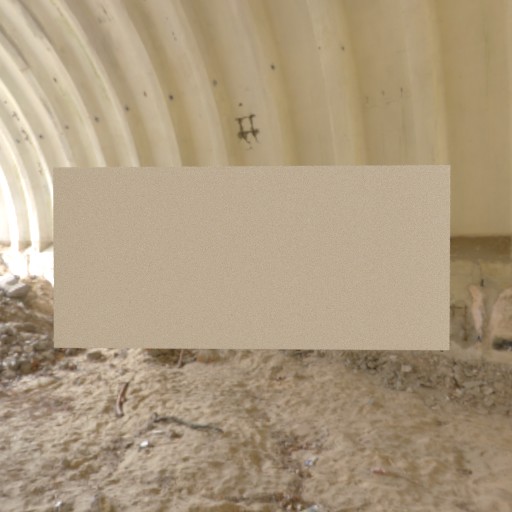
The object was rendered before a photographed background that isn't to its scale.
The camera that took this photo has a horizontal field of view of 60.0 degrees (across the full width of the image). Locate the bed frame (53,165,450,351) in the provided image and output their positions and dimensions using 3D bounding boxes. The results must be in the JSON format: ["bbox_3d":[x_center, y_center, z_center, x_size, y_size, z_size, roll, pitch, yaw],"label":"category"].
[{"bbox_3d":[0.000,0.000,2.951,1.720,0.800,2.060,0,1,2],"label":"bed frame"}]
